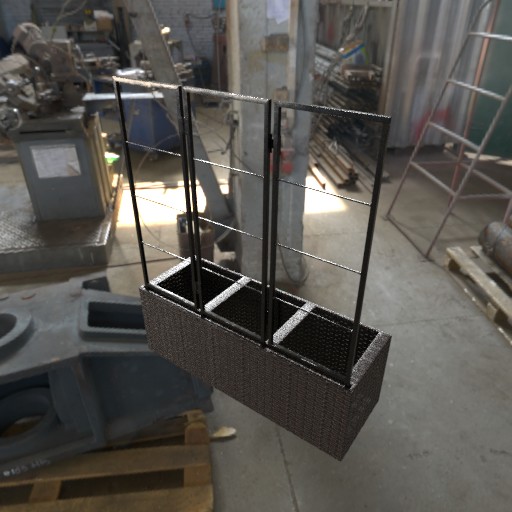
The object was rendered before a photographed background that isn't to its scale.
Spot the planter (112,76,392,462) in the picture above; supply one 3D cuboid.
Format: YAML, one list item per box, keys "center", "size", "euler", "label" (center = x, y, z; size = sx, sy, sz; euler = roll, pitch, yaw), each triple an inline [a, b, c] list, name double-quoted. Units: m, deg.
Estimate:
- center: [0.000, 0.000, 1.149]
  size: [0.699, 0.841, 0.244]
  euler: [20, 36, 30]
  label: "planter"
